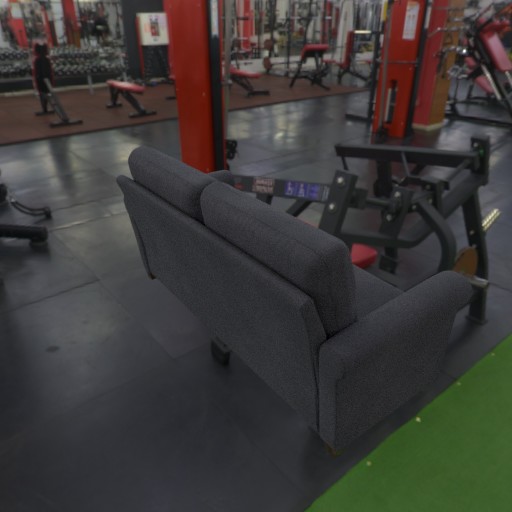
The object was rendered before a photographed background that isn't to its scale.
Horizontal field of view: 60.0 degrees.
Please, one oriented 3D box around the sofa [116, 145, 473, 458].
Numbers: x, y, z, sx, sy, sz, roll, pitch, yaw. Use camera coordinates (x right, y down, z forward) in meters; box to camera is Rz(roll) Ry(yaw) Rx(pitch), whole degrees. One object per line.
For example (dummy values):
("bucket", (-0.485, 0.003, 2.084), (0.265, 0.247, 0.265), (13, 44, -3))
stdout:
("sofa", (0.000, 0.000, 2.374), (0.842, 0.942, 1.935), (-19, 34, -32))
